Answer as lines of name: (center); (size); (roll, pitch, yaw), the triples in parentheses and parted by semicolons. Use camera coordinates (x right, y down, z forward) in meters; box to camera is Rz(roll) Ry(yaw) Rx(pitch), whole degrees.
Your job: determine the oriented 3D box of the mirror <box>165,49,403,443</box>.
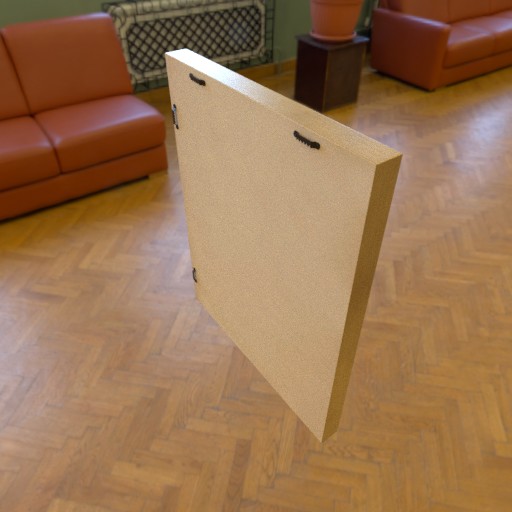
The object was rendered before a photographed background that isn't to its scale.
mirror: (0.000, 0.000, 0.689); (0.041, 0.509, 0.406); (-25, 47, -27)
